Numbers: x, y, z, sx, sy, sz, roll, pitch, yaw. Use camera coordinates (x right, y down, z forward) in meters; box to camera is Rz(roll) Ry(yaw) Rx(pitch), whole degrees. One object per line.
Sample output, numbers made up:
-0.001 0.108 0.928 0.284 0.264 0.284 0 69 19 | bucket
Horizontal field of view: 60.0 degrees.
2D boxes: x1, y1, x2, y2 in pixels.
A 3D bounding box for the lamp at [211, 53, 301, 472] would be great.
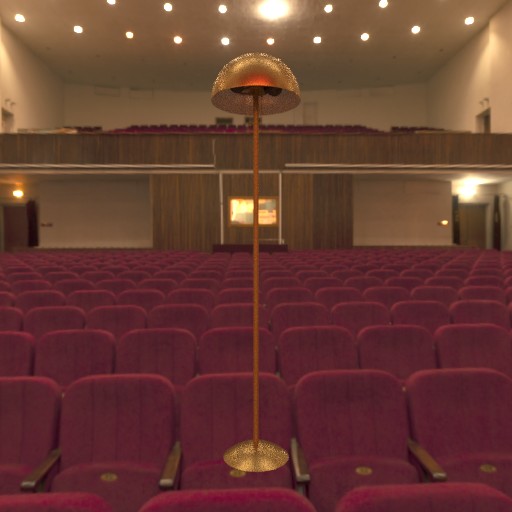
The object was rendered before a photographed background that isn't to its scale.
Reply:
0.000 0.000 1.634 0.328 1.480 0.328 0 0 -2 | lamp
